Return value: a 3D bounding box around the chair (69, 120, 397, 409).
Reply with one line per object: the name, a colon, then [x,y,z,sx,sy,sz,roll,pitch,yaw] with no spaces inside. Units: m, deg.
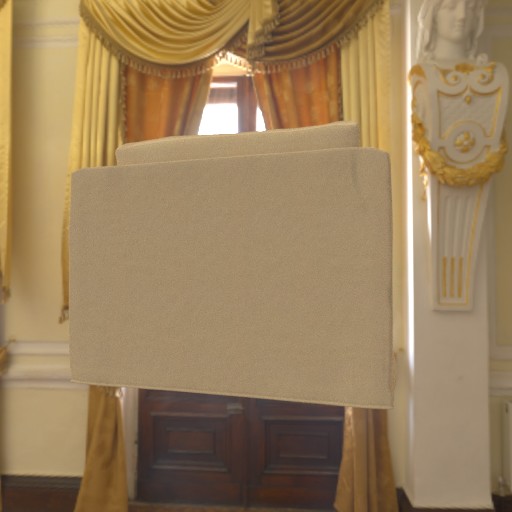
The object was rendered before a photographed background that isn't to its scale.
chair: [0.000,0.000,1.759,1.057,0.851,0.947,-1,-2,16]
